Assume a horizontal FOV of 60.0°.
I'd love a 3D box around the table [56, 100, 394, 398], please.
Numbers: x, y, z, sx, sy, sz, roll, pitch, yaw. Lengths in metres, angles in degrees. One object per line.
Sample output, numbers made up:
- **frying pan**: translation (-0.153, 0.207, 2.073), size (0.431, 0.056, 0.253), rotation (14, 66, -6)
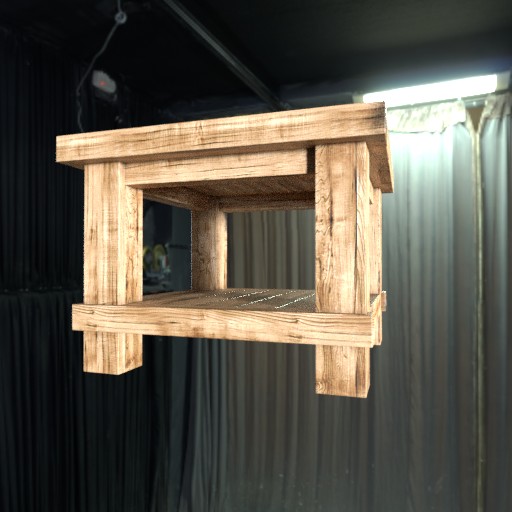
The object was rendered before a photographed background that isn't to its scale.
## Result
- **table**: translation (0.000, 0.000, 1.045), size (0.610, 0.457, 0.610), rotation (0, -1, 18)
